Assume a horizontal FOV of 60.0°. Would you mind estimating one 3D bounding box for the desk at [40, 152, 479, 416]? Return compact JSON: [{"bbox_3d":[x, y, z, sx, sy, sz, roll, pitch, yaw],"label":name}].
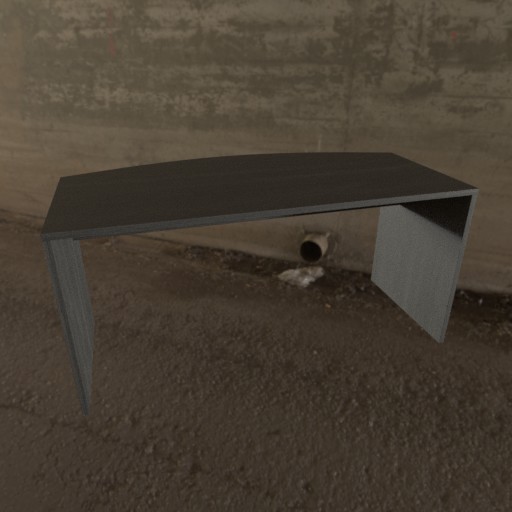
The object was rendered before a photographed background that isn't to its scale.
[{"bbox_3d":[0.000,0.000,2.055,1.600,0.750,0.802,-7,27,-15],"label":"desk"}]
